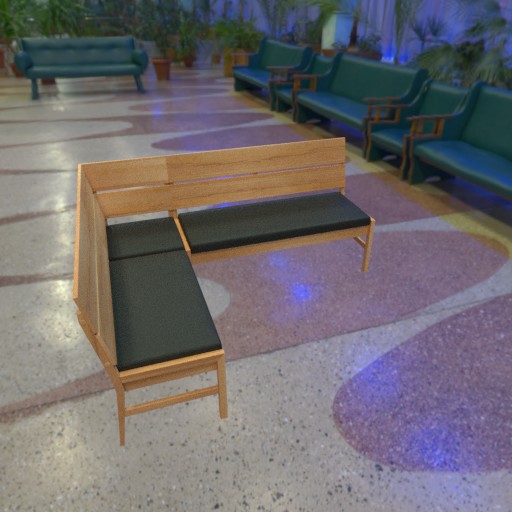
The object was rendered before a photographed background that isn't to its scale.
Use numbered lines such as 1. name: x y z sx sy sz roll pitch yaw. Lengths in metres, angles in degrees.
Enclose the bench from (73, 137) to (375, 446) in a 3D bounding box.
1. bench: 0.000 0.000 2.768 1.948 0.890 1.548 -10 33 -15
